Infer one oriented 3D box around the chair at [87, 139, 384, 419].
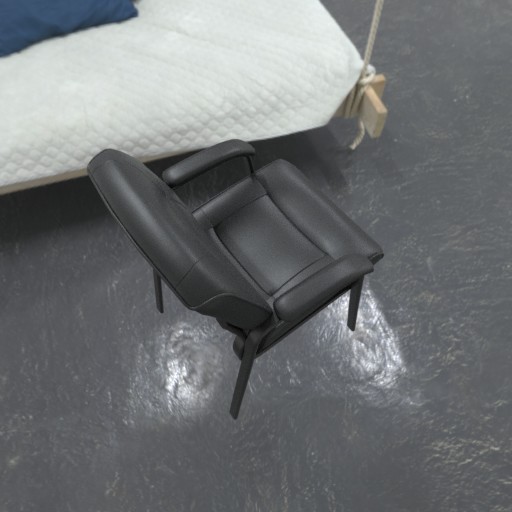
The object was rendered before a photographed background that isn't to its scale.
[{"bbox_3d":[0.000,0.000,1.352,0.668,0.910,0.591,-33,64,-18],"label":"chair"}]
